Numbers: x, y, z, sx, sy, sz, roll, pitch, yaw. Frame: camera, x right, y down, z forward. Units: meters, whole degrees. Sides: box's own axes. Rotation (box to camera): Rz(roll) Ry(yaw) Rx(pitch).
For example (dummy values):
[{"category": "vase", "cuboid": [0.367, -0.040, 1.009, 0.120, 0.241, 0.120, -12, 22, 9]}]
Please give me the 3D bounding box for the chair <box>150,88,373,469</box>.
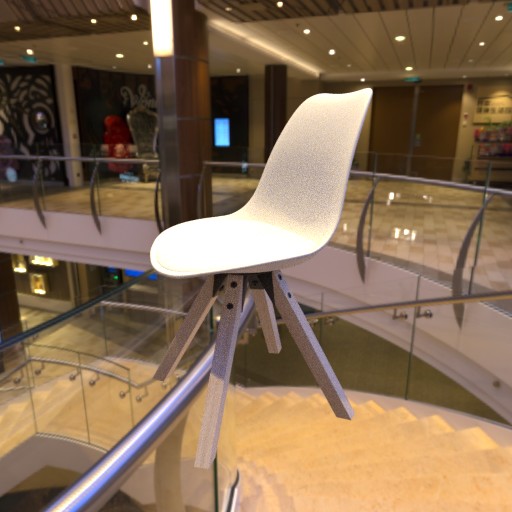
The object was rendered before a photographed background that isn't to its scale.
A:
[{"category": "chair", "cuboid": [0.000, 0.000, 1.193, 0.550, 0.850, 0.485, -8, 18, -25]}]
